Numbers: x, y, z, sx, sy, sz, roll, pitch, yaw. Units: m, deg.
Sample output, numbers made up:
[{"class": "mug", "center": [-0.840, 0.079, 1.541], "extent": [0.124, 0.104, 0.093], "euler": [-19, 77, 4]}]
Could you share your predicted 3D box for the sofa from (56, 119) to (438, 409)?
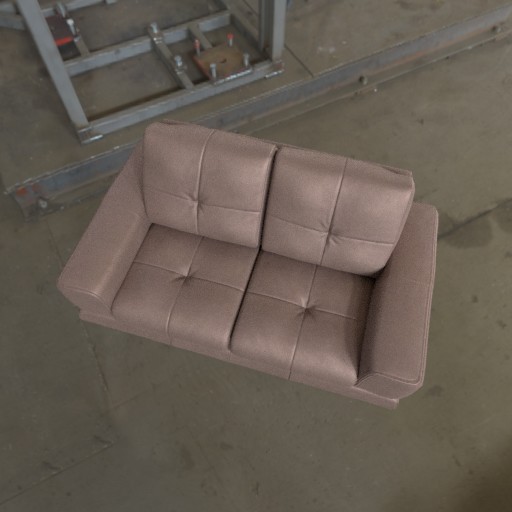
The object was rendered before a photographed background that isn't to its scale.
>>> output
[{"class": "sofa", "center": [0.000, 0.000, 2.335], "extent": [1.806, 0.907, 1.018], "euler": [14, 61, 8]}]
